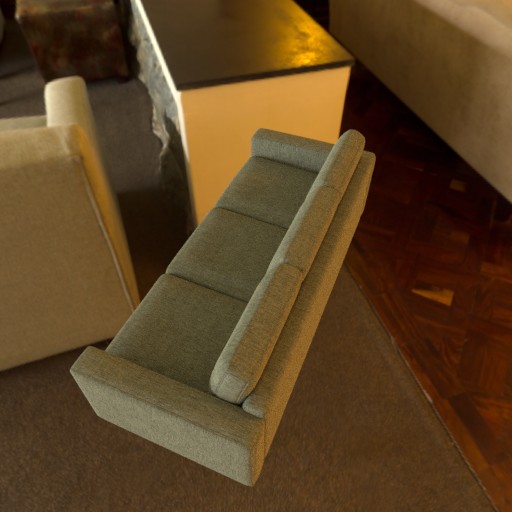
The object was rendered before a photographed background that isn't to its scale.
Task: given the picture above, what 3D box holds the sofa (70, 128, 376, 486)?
[{"bbox_3d":[0.000,0.000,2.602,0.900,0.800,2.160,17,50,15],"label":"sofa"}]
